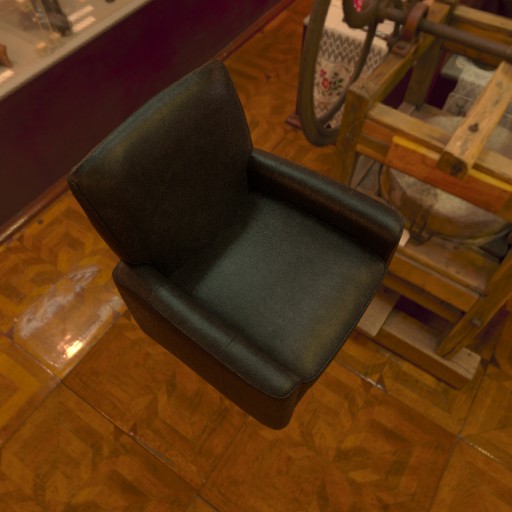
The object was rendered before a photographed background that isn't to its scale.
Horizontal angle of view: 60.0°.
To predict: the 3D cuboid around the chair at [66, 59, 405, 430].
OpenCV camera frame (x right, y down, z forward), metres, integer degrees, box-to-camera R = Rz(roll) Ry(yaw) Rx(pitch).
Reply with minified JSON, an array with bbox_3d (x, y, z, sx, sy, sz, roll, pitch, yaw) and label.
[{"bbox_3d":[0.000,0.000,1.641,0.864,1.014,0.848,32,63,18],"label":"chair"}]
